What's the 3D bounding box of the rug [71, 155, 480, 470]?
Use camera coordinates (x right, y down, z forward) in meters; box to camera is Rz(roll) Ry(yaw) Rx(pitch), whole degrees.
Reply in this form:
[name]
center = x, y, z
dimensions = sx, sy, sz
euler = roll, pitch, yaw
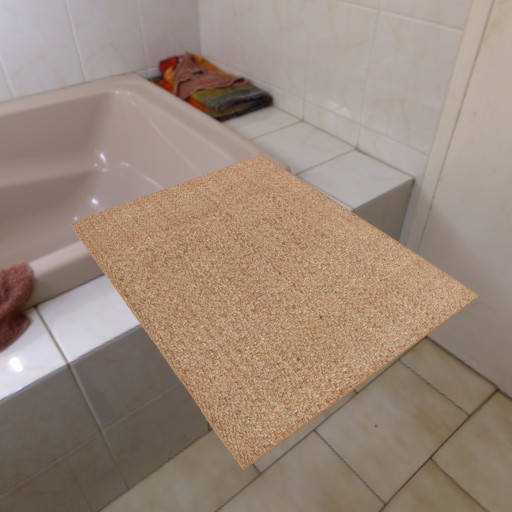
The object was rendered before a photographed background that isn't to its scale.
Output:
[rug]
center = 0.000, 0.000, 4.086
dimensions = 2.439, 0.013, 3.048
euler = -26, 47, -27
